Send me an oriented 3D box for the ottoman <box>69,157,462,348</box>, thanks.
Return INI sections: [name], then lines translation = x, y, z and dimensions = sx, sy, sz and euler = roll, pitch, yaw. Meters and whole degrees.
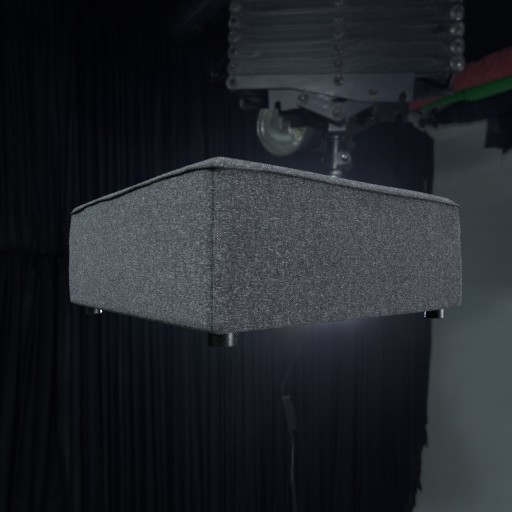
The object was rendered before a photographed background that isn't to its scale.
[ottoman]
translation = 0.000, 0.000, 1.580
dimensions = 1.021, 0.423, 1.017
euler = 1, -2, -38
